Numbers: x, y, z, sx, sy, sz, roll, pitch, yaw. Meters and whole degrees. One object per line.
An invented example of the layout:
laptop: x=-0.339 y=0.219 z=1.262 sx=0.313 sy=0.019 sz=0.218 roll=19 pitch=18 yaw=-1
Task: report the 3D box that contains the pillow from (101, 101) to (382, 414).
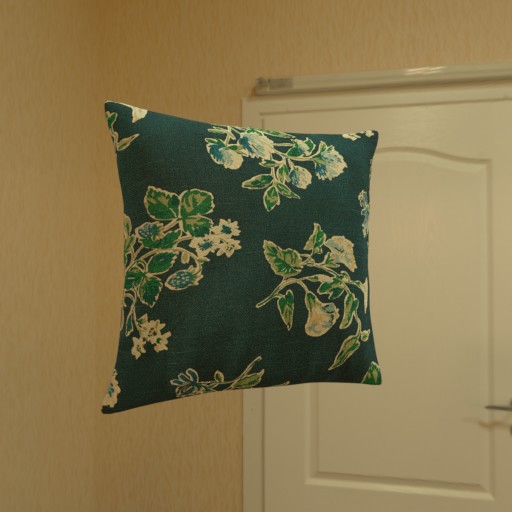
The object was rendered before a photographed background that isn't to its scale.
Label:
pillow: x=0.000 y=0.000 z=0.801 sx=0.525 sy=0.508 sz=0.166 roll=0 pitch=-1 yaw=-19
